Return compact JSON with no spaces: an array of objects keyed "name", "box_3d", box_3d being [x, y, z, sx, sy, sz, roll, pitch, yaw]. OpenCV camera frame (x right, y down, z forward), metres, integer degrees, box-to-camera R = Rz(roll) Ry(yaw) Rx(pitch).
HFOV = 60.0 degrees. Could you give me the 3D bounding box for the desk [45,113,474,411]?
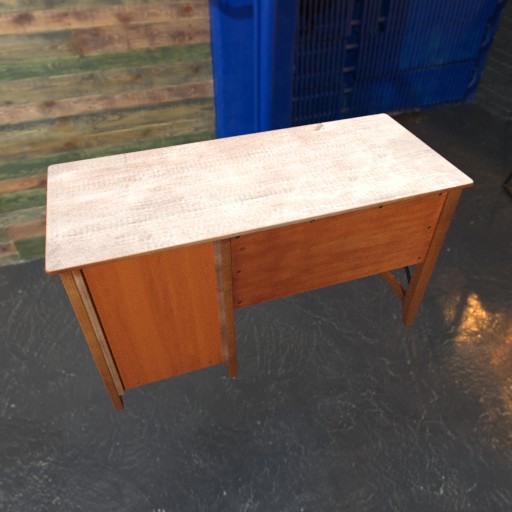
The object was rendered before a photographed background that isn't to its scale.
[{"name":"desk","box_3d":[0.000,0.000,1.767,1.353,0.756,0.574,-13,43,-14]}]
